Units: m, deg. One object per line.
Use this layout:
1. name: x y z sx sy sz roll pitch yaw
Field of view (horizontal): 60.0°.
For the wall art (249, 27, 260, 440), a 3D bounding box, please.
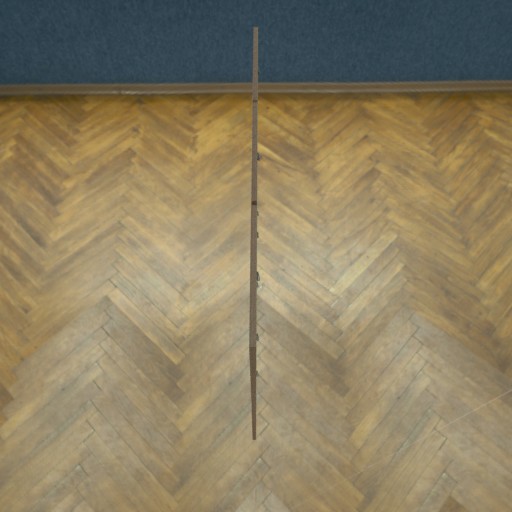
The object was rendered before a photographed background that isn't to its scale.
1. wall art: 0.000 0.000 1.353 0.018 0.904 0.906 0 58 0
